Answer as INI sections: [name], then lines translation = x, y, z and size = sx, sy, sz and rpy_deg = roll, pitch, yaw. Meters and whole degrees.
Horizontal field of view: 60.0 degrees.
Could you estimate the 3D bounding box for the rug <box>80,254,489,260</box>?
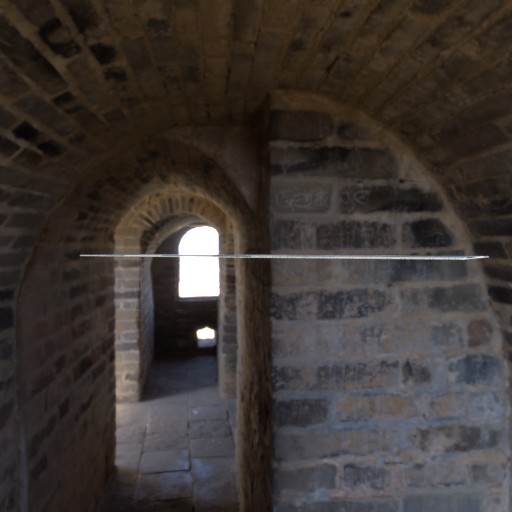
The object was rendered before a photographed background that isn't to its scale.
[rug]
translation = 0.000, 0.000, 2.691
size = 2.437, 0.008, 0.774
rpy_deg = 0, 1, 34
